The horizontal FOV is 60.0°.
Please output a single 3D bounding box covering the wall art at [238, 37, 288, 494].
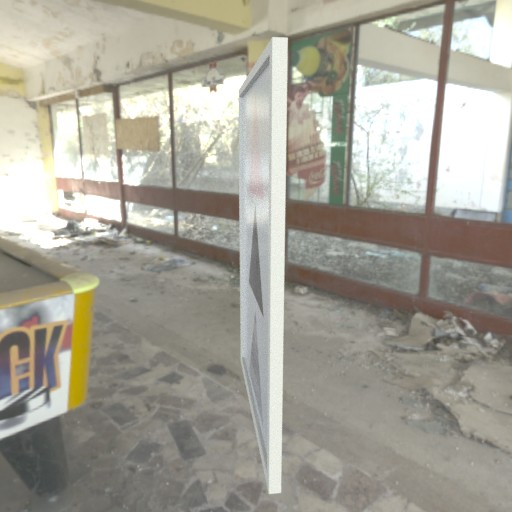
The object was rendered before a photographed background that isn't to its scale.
[{"bbox_3d":[0.000,0.000,0.554,0.013,0.433,0.303,-2,13,-7],"label":"wall art"}]
